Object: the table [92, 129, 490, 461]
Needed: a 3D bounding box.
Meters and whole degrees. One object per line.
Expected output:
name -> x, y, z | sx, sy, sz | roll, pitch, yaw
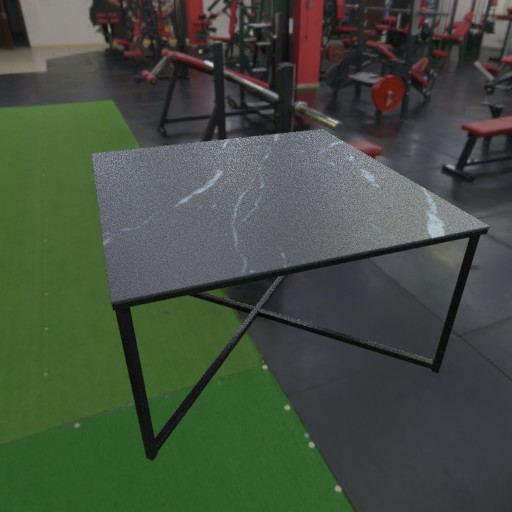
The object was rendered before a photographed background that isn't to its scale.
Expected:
table -> 0.000, 0.000, 1.290 | 0.800, 0.450, 0.800 | -11, 33, -17
